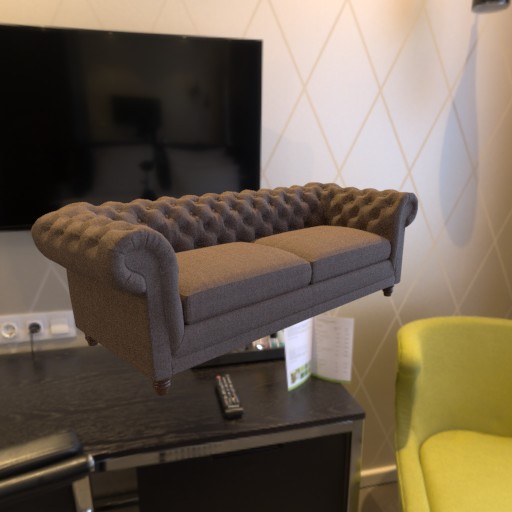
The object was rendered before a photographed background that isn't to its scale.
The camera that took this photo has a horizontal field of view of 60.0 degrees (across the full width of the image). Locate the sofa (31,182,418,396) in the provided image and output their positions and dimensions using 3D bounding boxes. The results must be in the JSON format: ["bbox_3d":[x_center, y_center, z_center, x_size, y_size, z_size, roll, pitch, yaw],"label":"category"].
[{"bbox_3d":[0.000,0.000,2.785,2.385,0.787,0.944,-13,19,-42],"label":"sofa"}]
